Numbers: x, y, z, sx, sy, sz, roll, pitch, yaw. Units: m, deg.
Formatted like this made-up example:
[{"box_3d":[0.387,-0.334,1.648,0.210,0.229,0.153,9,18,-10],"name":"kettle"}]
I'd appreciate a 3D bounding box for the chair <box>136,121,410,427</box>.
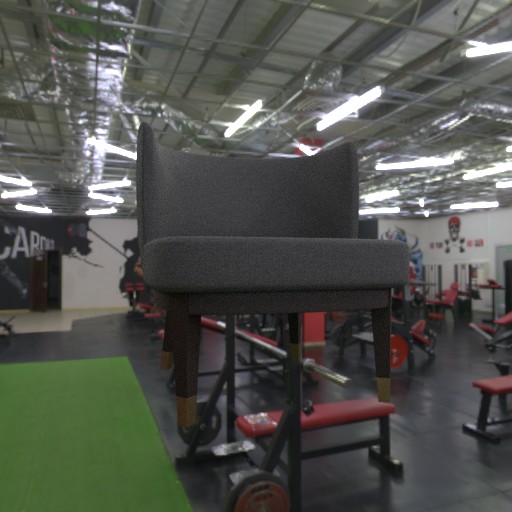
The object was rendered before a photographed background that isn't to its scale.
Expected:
[{"box_3d":[0.000,0.000,1.232,0.639,0.695,0.698,0,-1,-19],"name":"chair"}]
